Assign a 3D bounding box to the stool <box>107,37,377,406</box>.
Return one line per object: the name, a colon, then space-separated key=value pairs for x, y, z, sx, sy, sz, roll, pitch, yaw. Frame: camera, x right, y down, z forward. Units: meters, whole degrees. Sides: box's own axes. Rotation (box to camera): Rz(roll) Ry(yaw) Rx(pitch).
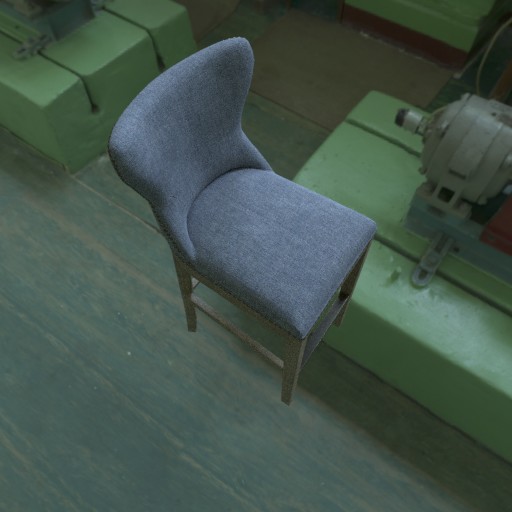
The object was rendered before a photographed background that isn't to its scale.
stool: x=0.000 y=0.000 z=1.431 sx=0.606 sy=1.123 sz=0.494 roll=31 pitch=63 yaw=17
